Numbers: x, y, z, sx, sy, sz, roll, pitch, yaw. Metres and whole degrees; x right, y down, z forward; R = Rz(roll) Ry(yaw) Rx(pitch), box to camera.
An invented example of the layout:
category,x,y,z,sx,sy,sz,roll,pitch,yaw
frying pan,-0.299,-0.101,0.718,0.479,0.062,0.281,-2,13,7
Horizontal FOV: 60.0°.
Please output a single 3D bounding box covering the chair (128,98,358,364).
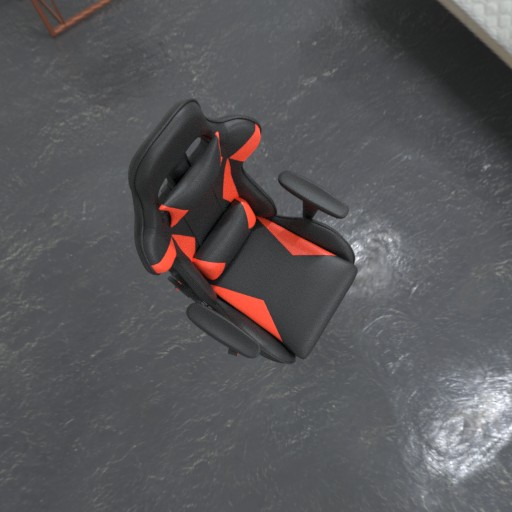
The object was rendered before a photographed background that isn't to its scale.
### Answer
category,x,y,z,sx,sy,sz,roll,pitch,yaw
chair,0.000,0.000,1.647,0.730,1.282,0.695,32,77,8
